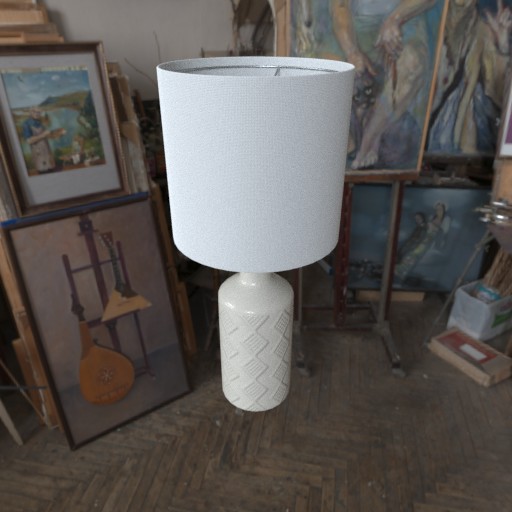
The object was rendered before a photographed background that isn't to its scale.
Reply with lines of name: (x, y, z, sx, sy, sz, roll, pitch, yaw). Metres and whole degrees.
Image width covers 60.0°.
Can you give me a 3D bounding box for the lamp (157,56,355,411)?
lamp: (0.000, 0.000, 0.579, 0.207, 0.461, 0.207, 8, 30, 15)
